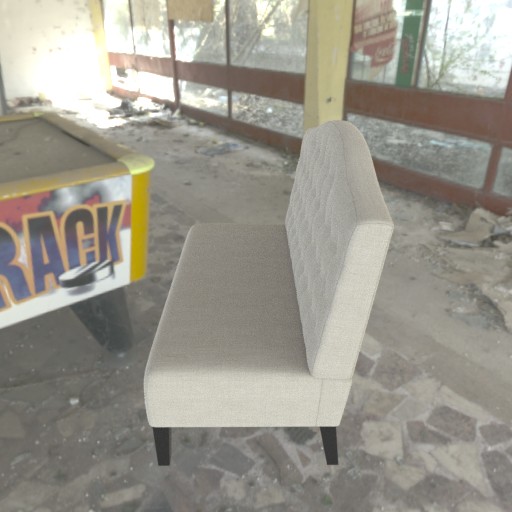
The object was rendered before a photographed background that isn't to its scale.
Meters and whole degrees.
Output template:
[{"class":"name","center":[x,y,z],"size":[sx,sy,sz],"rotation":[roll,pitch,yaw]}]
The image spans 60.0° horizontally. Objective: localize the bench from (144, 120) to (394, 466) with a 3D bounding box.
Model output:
[{"class":"bench","center":[0.000,0.000,2.042],"size":[0.815,1.180,1.335],"rotation":[0,27,0]}]
